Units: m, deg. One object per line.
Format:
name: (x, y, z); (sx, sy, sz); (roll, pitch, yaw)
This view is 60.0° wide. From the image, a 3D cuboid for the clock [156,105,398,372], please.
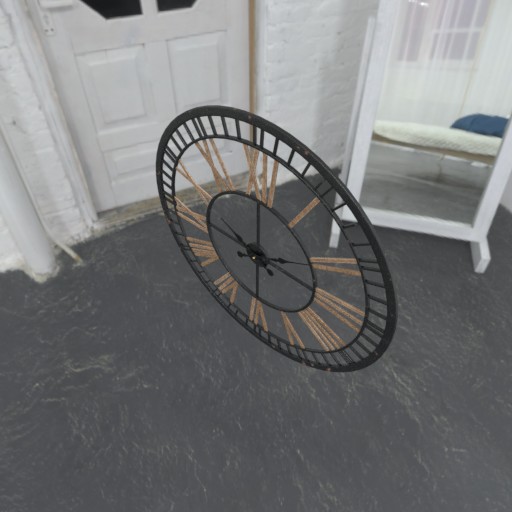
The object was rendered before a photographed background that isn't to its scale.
clock: (0.000, 0.000, 1.236); (0.843, 0.843, 0.025); (33, 55, 27)
